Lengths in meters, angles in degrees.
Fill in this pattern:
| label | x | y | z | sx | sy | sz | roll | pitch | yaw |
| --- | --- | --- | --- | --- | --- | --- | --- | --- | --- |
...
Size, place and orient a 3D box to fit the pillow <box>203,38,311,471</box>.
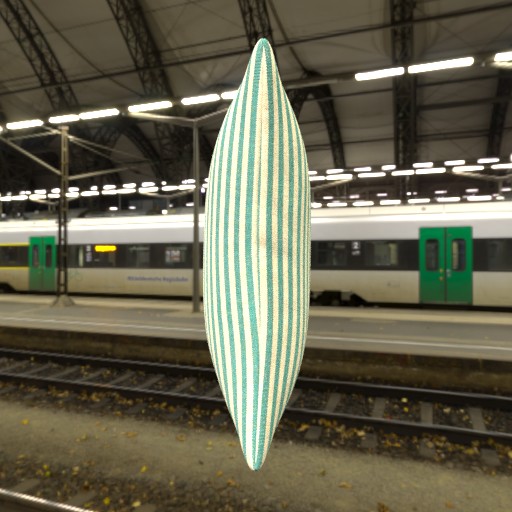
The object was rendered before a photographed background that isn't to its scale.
| label | x | y | z | sx | sy | sz | roll | pitch | yaw |
| --- | --- | --- | --- | --- | --- | --- | --- | --- | --- |
| pillow | 0.000 | 0.000 | 0.779 | 0.166 | 0.510 | 0.523 | 0 | 0 | -1 |
